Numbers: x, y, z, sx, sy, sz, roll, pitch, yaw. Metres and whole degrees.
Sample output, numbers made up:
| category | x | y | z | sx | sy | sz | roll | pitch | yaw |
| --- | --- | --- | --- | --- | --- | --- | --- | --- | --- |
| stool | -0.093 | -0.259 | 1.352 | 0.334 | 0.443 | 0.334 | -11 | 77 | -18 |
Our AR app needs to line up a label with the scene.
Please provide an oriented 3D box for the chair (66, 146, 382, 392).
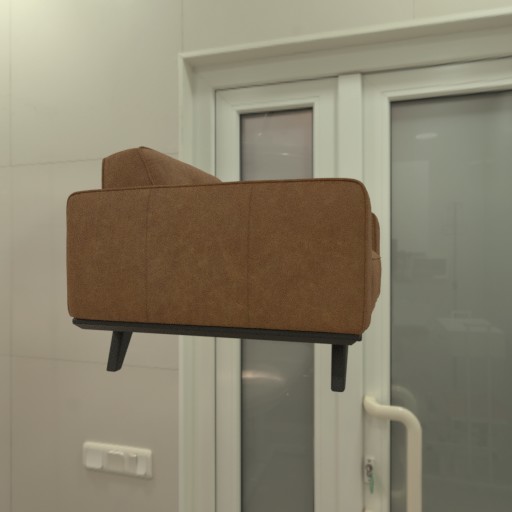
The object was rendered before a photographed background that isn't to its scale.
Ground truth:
| category | x | y | z | sx | sy | sz | roll | pitch | yaw |
| --- | --- | --- | --- | --- | --- | --- | --- | --- | --- |
| chair | 0.000 | 0.000 | 1.771 | 0.952 | 0.782 | 1.118 | 0 | 0 | 17 |
